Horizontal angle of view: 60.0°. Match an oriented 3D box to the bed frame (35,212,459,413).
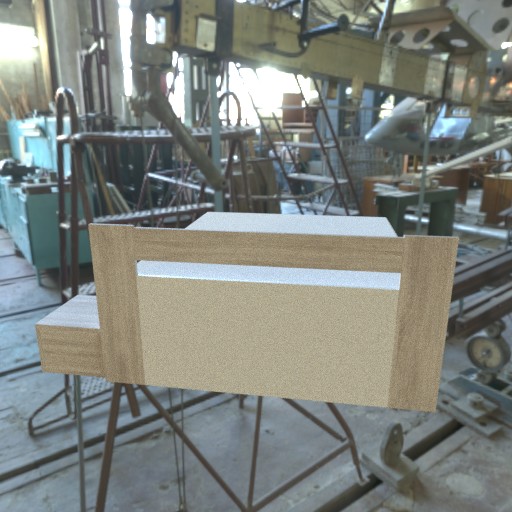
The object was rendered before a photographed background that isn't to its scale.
[{"bbox_3d":[0.000,0.000,3.092,2.040,0.860,2.050,3,17,9],"label":"bed frame"}]
